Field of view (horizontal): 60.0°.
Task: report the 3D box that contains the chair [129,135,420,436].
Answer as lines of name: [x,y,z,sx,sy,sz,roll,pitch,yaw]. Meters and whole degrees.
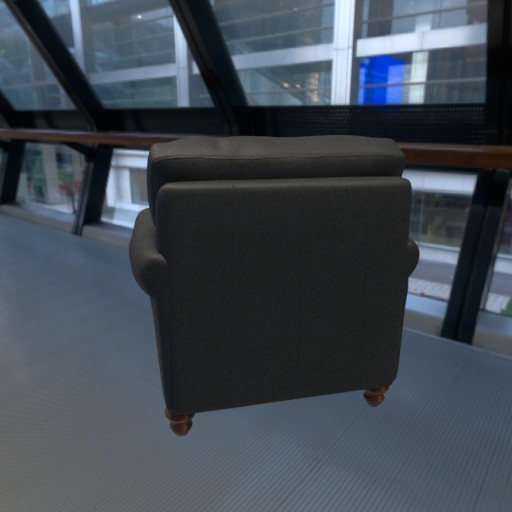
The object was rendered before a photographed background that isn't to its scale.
chair: [0.000,0.000,1.815,1.015,0.960,1.027,-2,16,-8]
